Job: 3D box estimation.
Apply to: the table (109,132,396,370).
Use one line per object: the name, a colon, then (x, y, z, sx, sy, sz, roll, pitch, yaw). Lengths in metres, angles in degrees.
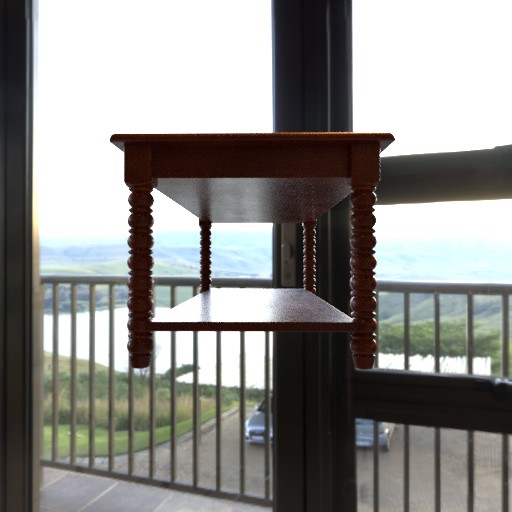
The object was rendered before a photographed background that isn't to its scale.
table: (0.000, 0.000, 1.468, 0.580, 0.485, 1.171, 0, -1, 1)
